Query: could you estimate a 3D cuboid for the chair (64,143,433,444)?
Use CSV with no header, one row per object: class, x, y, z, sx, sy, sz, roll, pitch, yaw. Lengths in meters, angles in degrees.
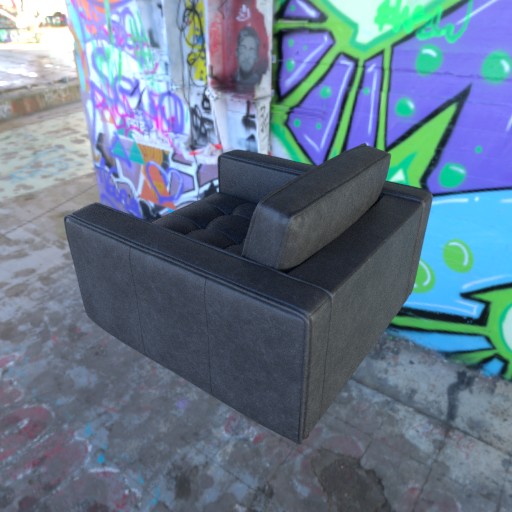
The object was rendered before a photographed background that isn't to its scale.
chair,0.000,0.000,1.566,0.914,0.763,0.889,20,36,30
